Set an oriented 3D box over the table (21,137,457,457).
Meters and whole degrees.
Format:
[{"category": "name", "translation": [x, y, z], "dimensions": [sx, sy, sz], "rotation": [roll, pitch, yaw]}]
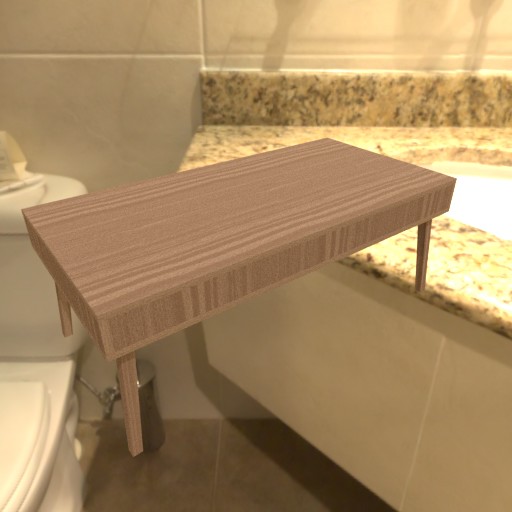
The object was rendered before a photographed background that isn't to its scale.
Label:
[{"category": "table", "translation": [0.000, 0.000, 1.462], "dimensions": [1.200, 0.450, 0.600], "rotation": [-21, 36, -31]}]
